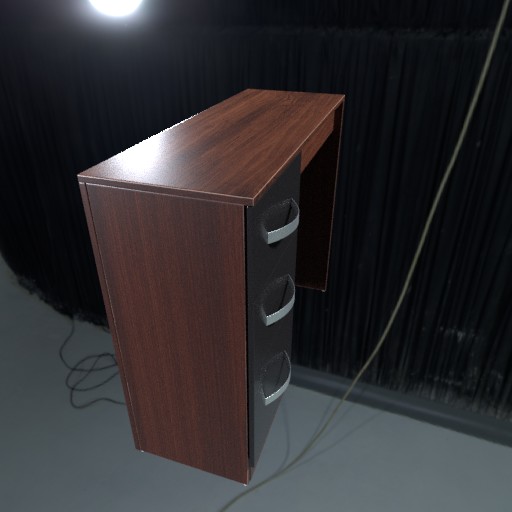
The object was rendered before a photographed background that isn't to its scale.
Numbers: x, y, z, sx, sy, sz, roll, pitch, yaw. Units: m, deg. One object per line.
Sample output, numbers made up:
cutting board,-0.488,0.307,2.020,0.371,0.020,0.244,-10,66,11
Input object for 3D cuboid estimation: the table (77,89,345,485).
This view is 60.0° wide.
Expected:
table,0.000,0.000,1.343,0.380,0.790,0.930,10,32,16
